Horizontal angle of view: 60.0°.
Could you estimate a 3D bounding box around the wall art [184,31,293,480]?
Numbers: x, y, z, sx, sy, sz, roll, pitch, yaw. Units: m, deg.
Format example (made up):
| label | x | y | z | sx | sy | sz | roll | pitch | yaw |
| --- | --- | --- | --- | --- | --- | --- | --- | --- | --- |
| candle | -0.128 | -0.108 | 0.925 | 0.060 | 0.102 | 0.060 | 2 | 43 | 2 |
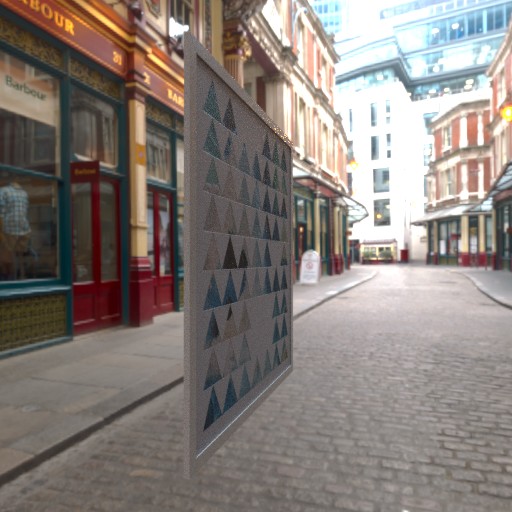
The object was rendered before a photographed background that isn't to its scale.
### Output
| label | x | y | z | sx | sy | sz | roll | pitch | yaw |
| --- | --- | --- | --- | --- | --- | --- | --- | --- | --- |
| wall art | 0.000 | 0.000 | 0.668 | 0.007 | 0.456 | 0.456 | 0 | 0 | 18 |
